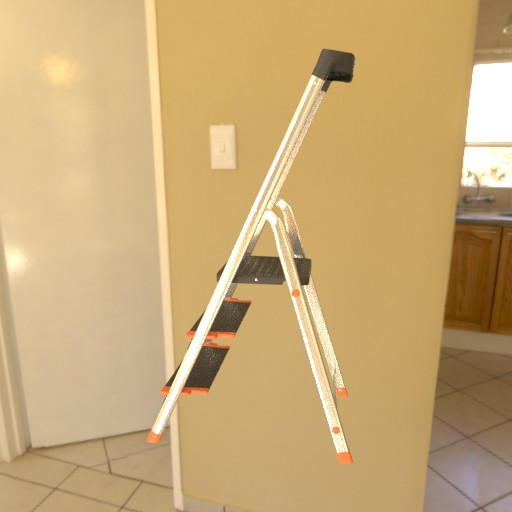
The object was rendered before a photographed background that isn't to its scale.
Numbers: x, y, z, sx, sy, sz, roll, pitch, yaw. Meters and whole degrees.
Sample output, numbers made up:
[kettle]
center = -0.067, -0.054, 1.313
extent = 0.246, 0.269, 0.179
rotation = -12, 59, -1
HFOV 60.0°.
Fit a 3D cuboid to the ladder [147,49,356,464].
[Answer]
[ladder]
center = 0.000, 0.000, 1.502
extent = 0.686, 1.229, 0.416
rotation = 2, 14, 9
